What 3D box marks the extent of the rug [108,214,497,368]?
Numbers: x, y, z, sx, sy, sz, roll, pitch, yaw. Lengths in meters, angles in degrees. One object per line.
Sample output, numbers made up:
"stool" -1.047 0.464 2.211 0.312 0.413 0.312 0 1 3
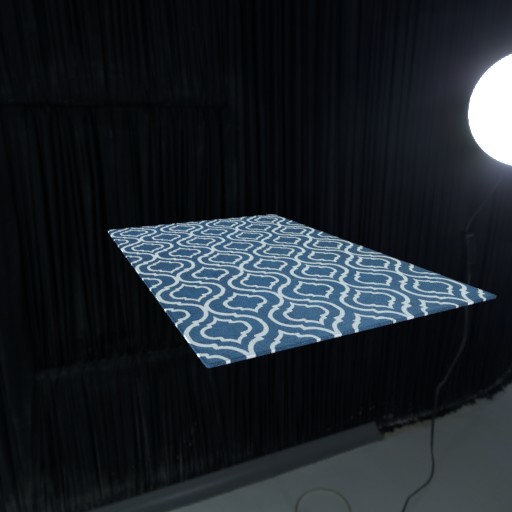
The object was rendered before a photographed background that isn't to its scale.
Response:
"rug" 0.000 0.000 2.162 1.143 0.010 1.753 -8 18 -25
